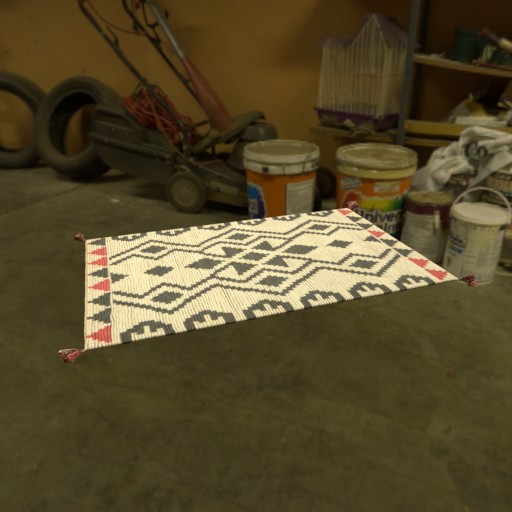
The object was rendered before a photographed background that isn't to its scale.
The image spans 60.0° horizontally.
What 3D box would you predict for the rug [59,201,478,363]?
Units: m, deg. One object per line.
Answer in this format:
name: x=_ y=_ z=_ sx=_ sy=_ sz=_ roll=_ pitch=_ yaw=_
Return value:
rug: x=0.000 y=0.000 z=3.328 sx=2.672 sy=0.066 sz=1.741 roll=-8 pitch=27 yaw=-17
